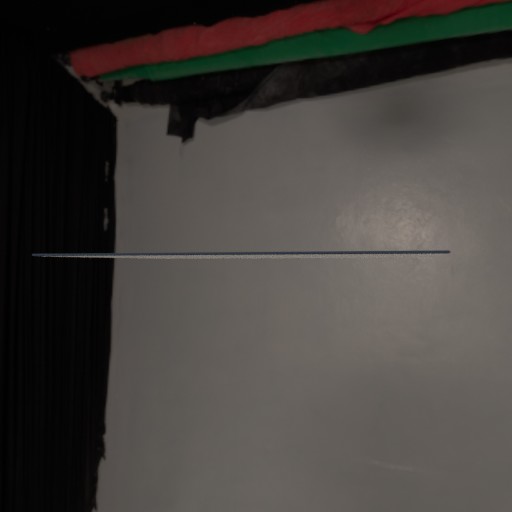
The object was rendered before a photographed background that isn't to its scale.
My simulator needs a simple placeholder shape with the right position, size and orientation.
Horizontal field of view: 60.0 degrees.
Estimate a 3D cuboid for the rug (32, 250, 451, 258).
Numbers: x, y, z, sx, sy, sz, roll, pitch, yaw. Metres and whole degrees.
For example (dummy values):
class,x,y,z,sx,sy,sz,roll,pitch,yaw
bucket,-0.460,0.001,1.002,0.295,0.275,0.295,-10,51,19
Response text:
class,x,y,z,sx,sy,sz,roll,pitch,yaw
rug,0.000,0.000,2.987,2.294,0.014,1.528,0,-1,18
